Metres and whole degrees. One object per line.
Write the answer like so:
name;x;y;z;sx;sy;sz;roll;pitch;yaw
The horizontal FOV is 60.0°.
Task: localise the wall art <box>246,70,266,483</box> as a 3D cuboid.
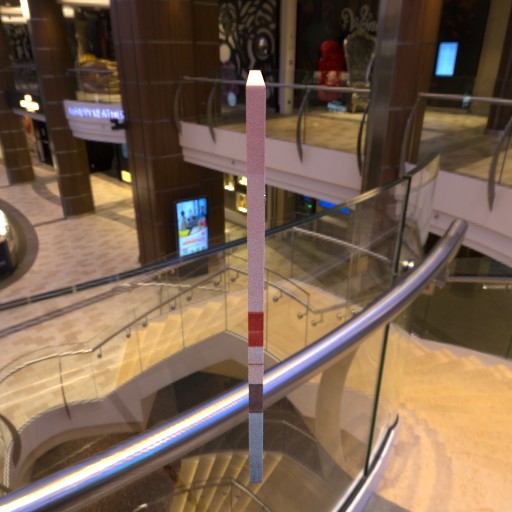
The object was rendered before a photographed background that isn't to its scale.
wall art;0.000;0.000;1.346;0.039;1.016;0.761;0;25;0
